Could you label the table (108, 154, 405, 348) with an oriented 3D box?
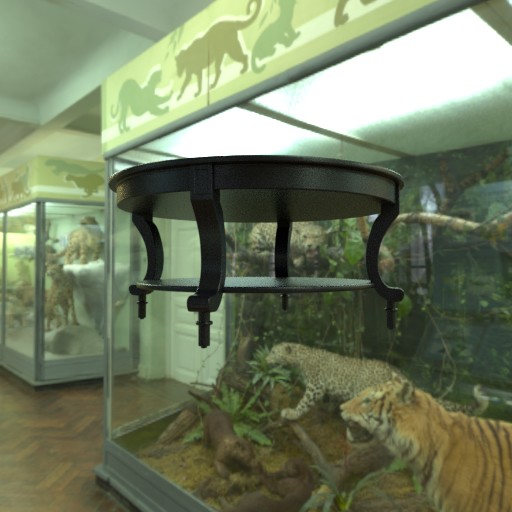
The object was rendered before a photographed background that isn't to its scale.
[{"bbox_3d":[0.000,0.000,1.609,1.029,0.491,1.029,0,-1,0],"label":"table"}]
